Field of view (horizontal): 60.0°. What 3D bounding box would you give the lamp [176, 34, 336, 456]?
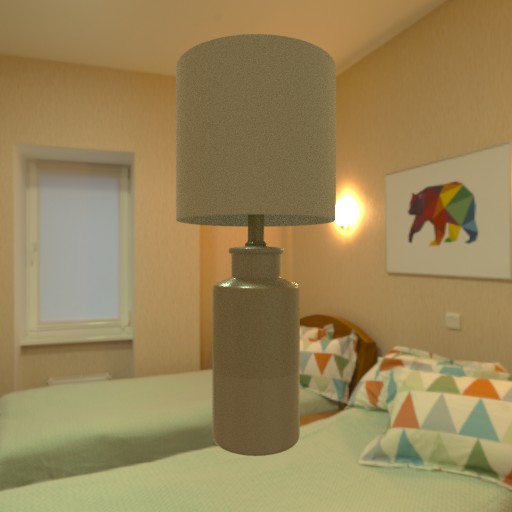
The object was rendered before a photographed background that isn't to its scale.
[{"bbox_3d":[0.000,0.000,0.597,0.212,0.493,0.212,0,0,34],"label":"lamp"}]
